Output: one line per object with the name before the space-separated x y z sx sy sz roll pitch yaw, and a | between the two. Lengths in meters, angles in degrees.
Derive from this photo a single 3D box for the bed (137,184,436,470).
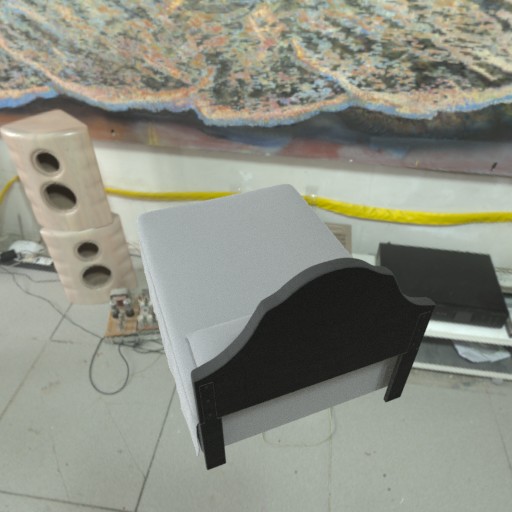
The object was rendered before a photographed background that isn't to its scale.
bed | 0.000 0.000 3.405 1.636 1.575 2.155 -14 43 -16
